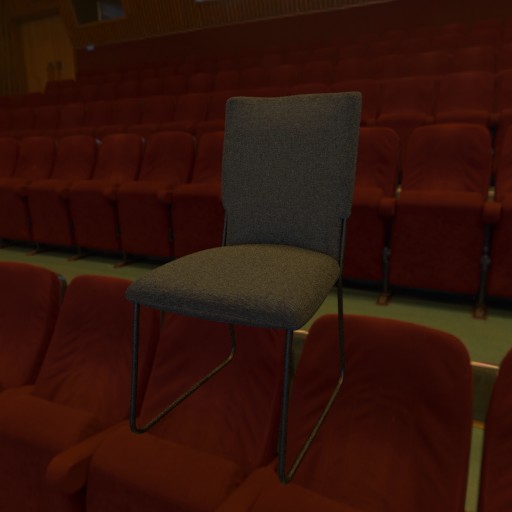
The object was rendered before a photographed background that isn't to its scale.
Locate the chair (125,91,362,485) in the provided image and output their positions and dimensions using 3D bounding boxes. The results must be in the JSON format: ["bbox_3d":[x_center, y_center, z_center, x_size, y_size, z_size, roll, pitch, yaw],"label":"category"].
[{"bbox_3d":[0.000,0.000,1.261,0.480,0.931,0.635,6,14,25],"label":"chair"}]
